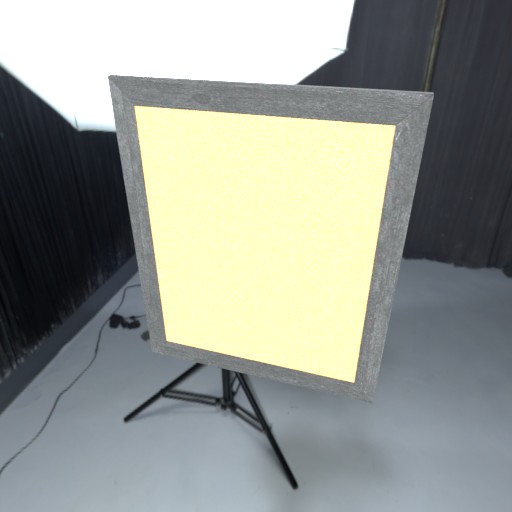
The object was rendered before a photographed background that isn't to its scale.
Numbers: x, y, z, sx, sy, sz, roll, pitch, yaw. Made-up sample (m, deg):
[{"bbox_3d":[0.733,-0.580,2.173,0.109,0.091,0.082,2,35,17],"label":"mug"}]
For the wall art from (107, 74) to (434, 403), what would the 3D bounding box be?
[{"bbox_3d":[0.000,0.000,0.773,0.476,0.570,0.013,9,32,15],"label":"wall art"}]
